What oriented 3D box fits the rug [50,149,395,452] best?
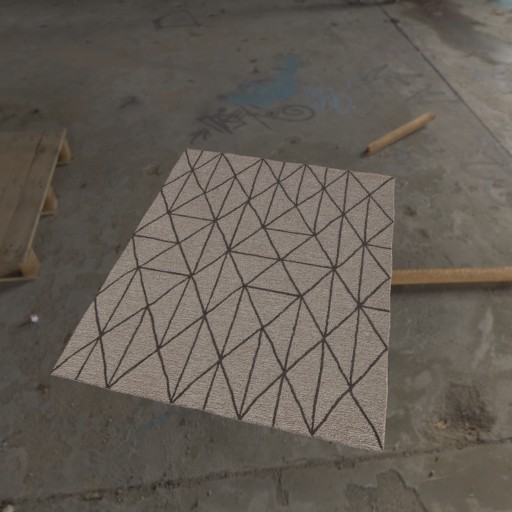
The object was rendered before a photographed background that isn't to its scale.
[{"bbox_3d":[0.000,0.000,4.114,2.468,0.022,3.061,10,48,9],"label":"rug"}]
